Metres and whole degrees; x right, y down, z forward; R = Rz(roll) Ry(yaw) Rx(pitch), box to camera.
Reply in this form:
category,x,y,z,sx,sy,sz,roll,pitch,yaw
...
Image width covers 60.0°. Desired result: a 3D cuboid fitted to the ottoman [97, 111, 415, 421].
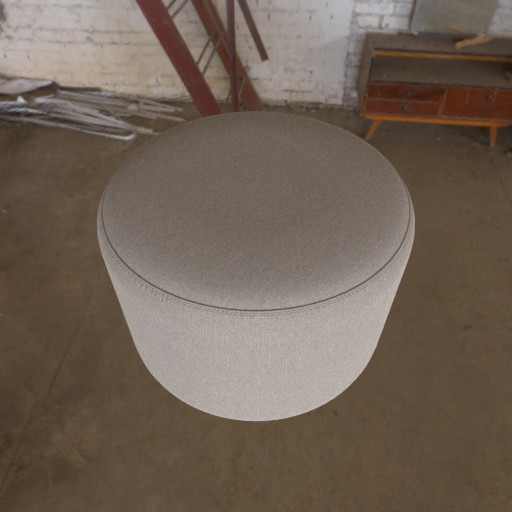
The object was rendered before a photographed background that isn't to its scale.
category,x,y,z,sx,sy,sz,roll,pitch,yaw
ottoman,0.000,0.000,0.982,0.608,0.433,0.608,0,47,0
